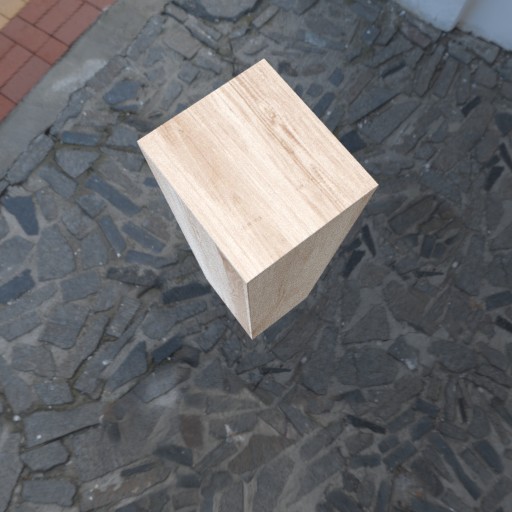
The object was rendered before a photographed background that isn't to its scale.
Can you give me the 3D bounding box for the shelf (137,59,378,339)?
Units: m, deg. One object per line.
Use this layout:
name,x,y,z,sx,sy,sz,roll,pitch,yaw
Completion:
shelf,0.000,0.000,2.167,0.450,1.960,0.510,-36,78,-9
